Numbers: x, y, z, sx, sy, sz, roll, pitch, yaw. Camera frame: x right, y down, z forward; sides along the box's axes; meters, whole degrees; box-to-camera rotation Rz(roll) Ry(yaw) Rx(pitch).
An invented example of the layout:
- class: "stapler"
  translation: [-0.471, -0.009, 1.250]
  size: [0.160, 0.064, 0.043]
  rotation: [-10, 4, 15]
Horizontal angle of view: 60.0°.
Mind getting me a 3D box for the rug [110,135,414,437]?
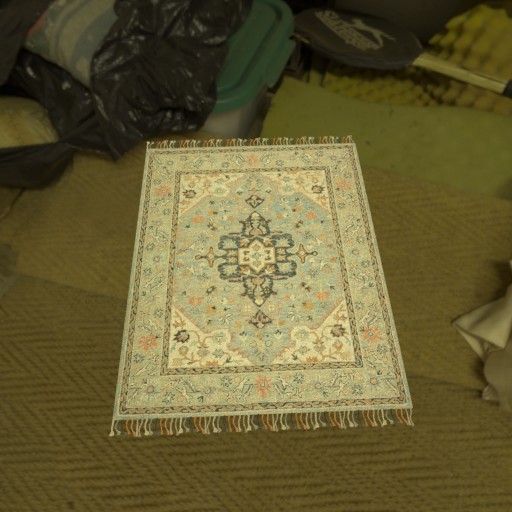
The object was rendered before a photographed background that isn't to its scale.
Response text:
- class: "rug"
  translation: [0.000, 0.000, 3.531]
  size: [1.971, 0.010, 2.651]
  rotation: [-2, 58, -1]
